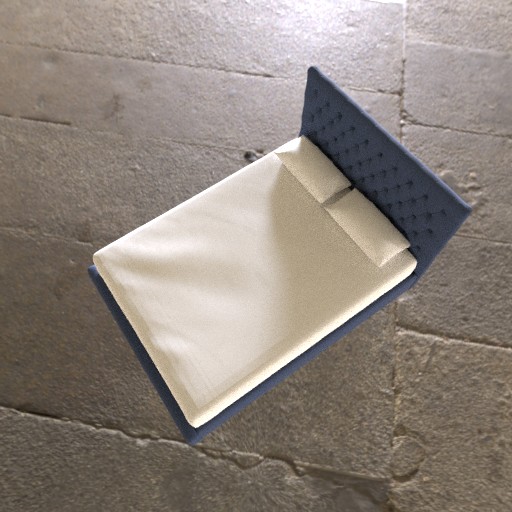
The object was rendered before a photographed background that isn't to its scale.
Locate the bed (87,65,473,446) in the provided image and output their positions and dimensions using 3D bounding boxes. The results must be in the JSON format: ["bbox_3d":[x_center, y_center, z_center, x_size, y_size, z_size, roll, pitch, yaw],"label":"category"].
[{"bbox_3d":[0.000,0.000,3.548,2.387,1.427,1.706,-32,67,-15],"label":"bed"}]
